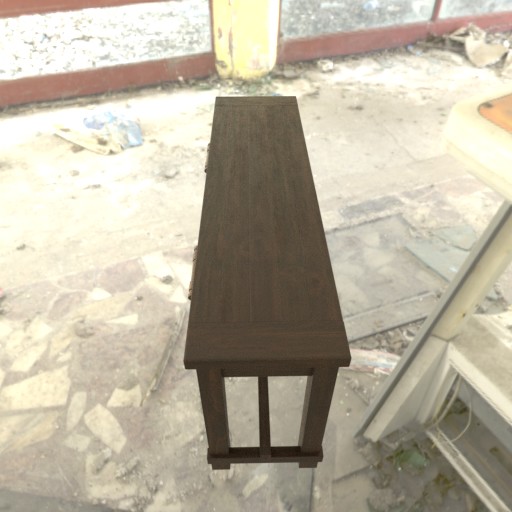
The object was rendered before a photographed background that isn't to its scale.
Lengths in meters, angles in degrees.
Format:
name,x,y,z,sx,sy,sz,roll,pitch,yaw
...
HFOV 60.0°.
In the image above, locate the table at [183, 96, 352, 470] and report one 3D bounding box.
name,x,y,z,sx,sy,sz,roll,pitch,yaw
table,0.000,0.000,1.929,0.442,0.762,1.599,-1,42,-1
